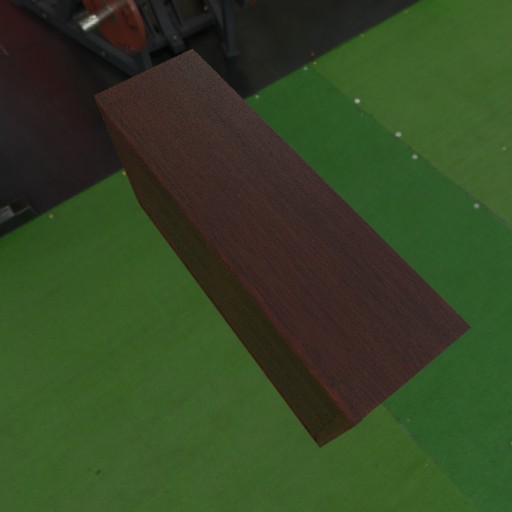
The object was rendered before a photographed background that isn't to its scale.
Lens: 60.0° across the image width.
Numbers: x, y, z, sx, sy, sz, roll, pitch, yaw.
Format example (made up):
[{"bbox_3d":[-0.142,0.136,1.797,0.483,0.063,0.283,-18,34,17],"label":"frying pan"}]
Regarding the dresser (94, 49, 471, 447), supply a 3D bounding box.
[{"bbox_3d":[0.000,0.000,2.046,0.499,0.971,1.609,-33,67,-16],"label":"dresser"}]
